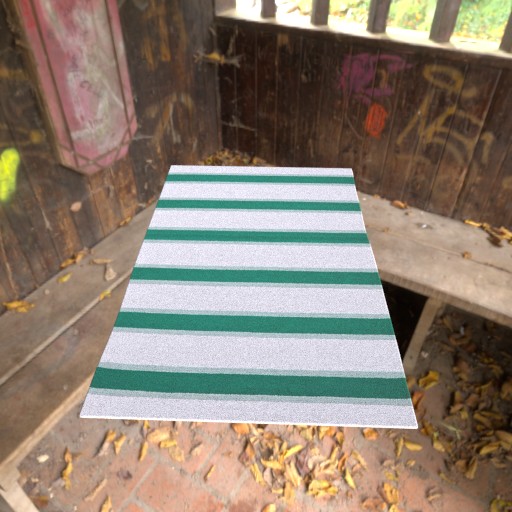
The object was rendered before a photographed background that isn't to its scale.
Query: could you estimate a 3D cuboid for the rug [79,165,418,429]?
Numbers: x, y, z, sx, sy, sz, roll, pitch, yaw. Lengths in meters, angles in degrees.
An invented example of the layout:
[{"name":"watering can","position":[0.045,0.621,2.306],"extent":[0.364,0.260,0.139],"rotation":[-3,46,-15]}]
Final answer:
[{"name":"rug","position":[0.000,0.000,2.272],"extent":[1.210,0.012,1.829],"rotation":[1,40,2]}]
